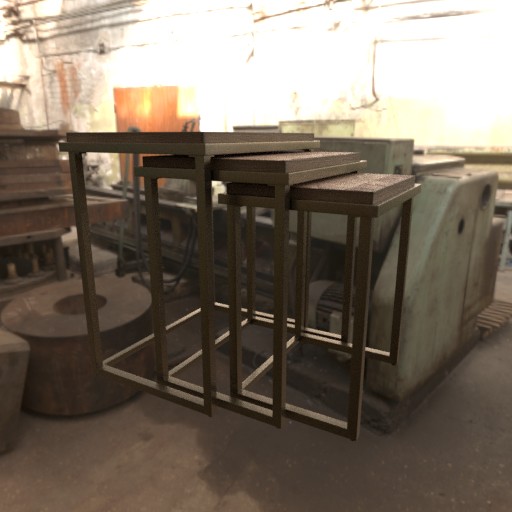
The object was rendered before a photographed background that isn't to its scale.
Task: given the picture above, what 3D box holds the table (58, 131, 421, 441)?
[{"bbox_3d":[0.000,0.000,1.137,0.706,0.610,0.559,8,17,29],"label":"table"}]
